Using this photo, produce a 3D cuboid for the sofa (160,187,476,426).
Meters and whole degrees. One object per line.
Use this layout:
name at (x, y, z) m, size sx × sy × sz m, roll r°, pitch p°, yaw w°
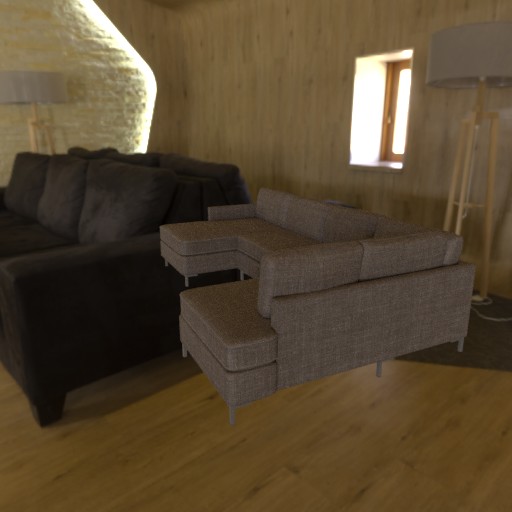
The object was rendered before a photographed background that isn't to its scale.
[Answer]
sofa at (0.000, 0.000, 4.392) m, size 2.048 × 0.999 × 3.423 m, roll -8°, pitch 18°, yaw -25°
